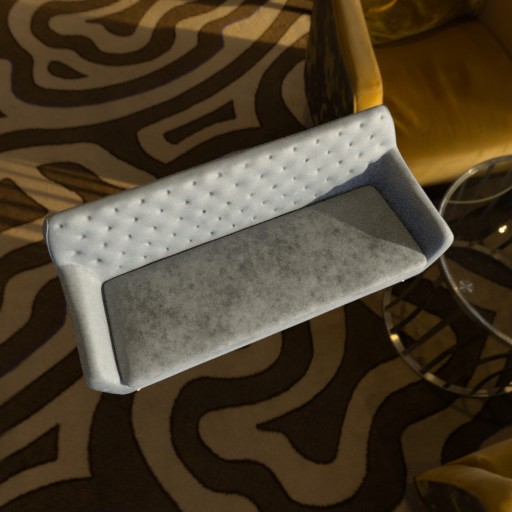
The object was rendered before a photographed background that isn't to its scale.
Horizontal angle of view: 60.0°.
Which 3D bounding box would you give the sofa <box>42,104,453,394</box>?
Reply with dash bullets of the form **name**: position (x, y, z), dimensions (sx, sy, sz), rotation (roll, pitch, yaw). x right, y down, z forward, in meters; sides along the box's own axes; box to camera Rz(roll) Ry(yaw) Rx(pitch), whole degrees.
- **sofa**: position (0.000, 0.000, 2.432), dimensions (1.975, 0.832, 0.841), rotation (-21, 66, -9)
